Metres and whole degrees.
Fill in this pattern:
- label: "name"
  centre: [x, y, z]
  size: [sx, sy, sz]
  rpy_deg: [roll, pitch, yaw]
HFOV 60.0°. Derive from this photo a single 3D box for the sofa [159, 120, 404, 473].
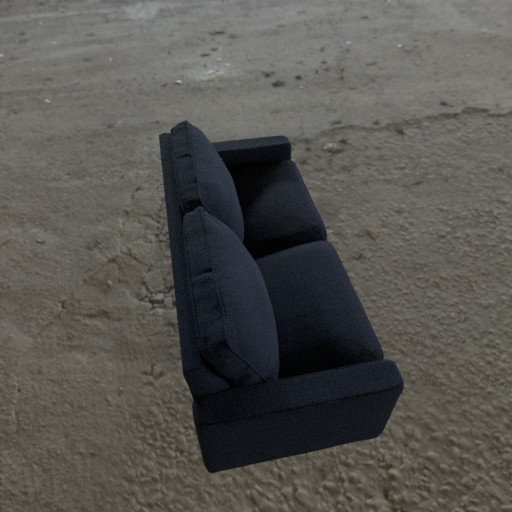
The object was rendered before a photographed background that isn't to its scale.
- label: "sofa"
  centre: [0.000, 0.000, 2.619]
  size: [0.940, 0.919, 2.080]
  rpy_deg: [-8, 47, -8]
